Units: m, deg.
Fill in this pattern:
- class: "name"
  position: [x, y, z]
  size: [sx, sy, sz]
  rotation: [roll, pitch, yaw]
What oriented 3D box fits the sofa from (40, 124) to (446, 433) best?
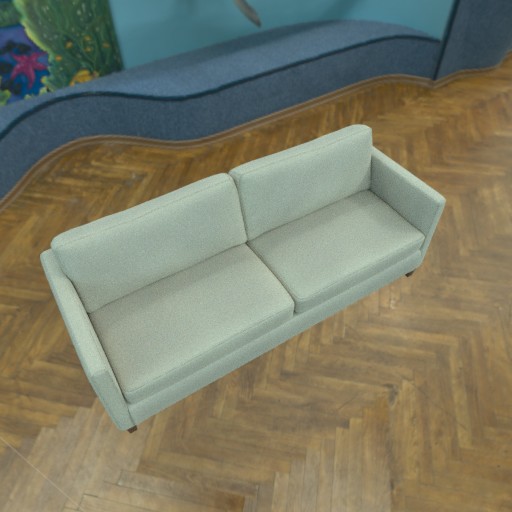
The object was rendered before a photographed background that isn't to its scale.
- class: "sofa"
  position: [0.000, 0.000, 2.868]
  size: [2.361, 0.968, 0.951]
  rotation: [-25, 52, -21]
